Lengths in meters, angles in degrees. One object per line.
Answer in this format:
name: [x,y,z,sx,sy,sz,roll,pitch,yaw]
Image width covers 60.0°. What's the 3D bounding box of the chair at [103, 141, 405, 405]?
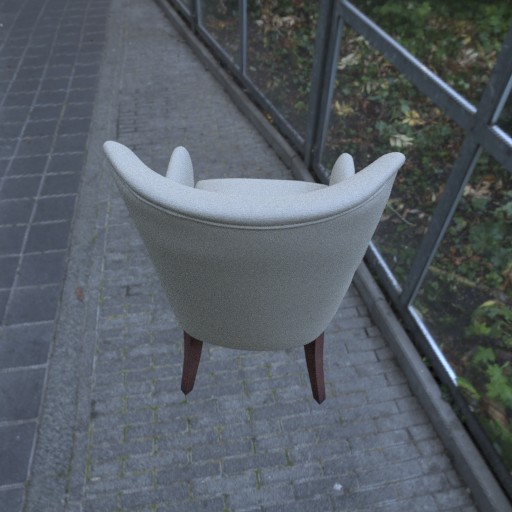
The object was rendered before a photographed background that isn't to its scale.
chair: [0.000,0.000,1.381,0.660,0.952,0.686,3,47,3]
